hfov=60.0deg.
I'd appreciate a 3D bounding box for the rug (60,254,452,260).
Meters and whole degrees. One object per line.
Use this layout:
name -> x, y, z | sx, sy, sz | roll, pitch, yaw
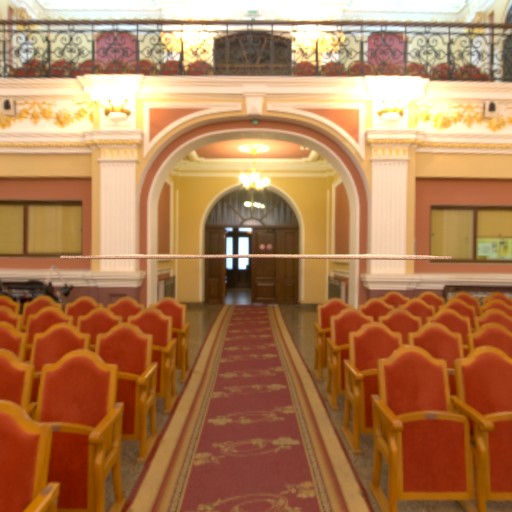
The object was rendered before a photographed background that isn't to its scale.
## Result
rug -> 0.000, 0.000, 2.938 | 1.574, 0.029, 2.346 | 0, 0, 0
